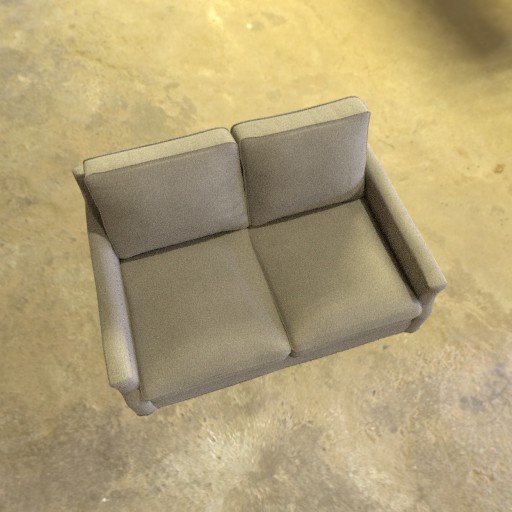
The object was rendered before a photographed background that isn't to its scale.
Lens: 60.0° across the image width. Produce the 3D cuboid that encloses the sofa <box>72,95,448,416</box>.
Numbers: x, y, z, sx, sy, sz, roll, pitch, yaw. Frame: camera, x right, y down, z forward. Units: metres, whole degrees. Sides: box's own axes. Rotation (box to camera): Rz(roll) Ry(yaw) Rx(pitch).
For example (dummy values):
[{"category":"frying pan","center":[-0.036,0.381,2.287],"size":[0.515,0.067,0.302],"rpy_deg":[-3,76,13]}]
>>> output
[{"category":"sofa","center":[0.000,0.000,2.272],"size":[1.597,1.003,1.084],"rpy_deg":[-15,64,-8]}]
